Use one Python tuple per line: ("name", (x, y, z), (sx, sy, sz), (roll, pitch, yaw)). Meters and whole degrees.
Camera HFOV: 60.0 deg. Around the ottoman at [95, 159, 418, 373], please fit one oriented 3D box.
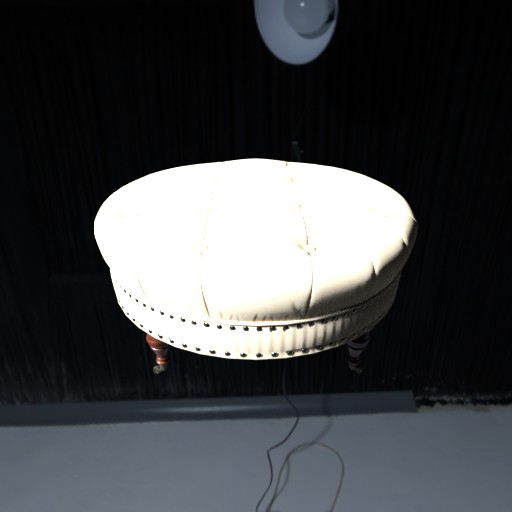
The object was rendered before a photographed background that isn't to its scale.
("ottoman", (0.000, 0.000, 1.364), (0.901, 0.439, 0.901), (0, 28, 0))
